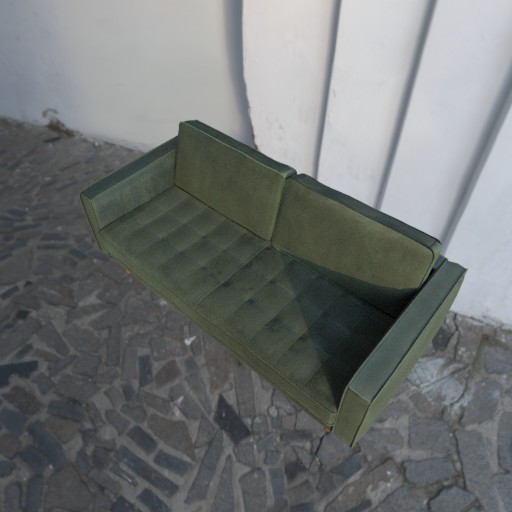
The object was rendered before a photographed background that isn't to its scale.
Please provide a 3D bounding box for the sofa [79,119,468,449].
[{"bbox_3d":[0.000,0.000,2.300,1.816,0.781,0.886,33,55,27],"label":"sofa"}]
